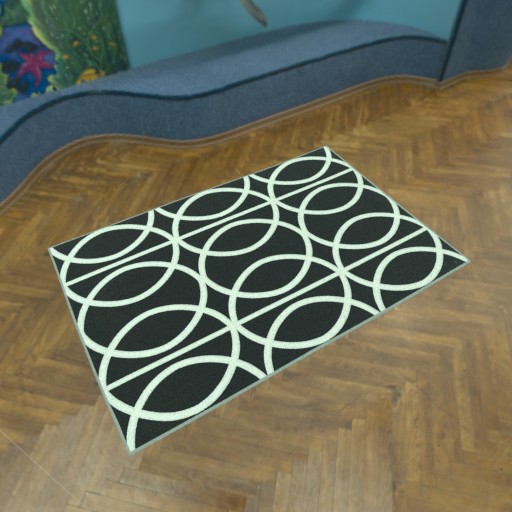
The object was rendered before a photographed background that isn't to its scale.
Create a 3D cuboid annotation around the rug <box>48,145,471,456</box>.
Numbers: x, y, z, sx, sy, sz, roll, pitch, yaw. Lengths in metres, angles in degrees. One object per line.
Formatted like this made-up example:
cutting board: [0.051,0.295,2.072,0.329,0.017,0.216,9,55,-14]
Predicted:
rug: [0.000,0.000,2.850,2.290,0.014,1.526,-24,52,-21]
